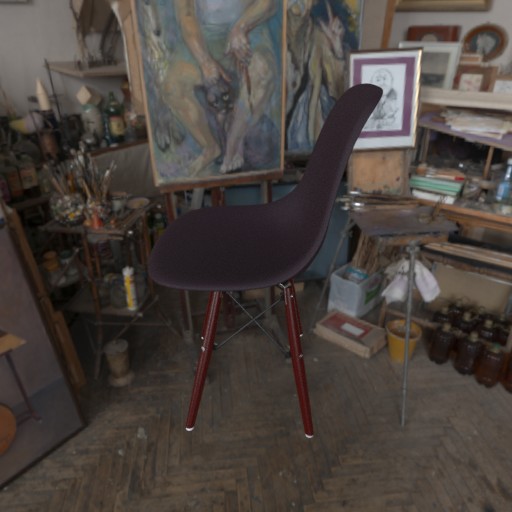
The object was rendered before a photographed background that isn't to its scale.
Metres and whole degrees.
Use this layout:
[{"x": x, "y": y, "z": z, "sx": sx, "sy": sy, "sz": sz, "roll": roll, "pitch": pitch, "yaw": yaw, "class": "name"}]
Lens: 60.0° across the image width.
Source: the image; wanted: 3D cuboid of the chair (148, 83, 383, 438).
[{"x": 0.000, "y": 0.000, "z": 1.147, "sx": 0.533, "sy": 0.826, "sz": 0.470, "roll": 0, "pitch": 28, "yaw": 0, "class": "chair"}]
